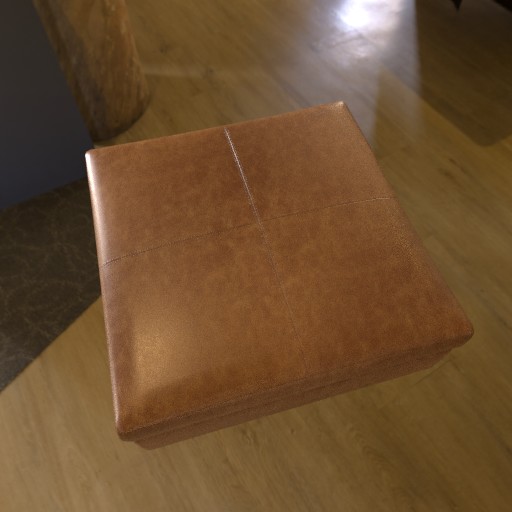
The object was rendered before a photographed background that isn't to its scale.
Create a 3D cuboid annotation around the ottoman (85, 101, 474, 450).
[{"bbox_3d":[0.000,0.000,1.786,1.169,0.483,1.168,-14,60,-8],"label":"ottoman"}]
